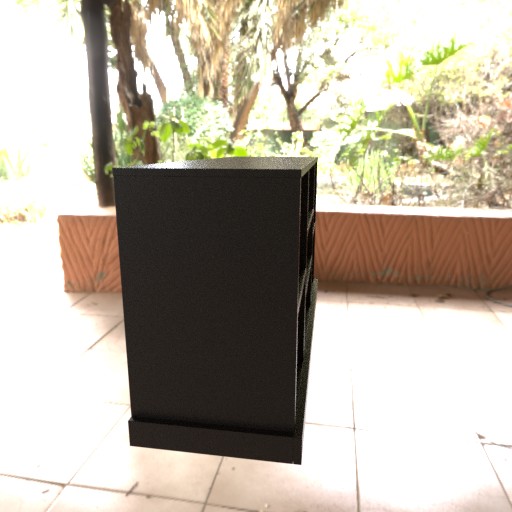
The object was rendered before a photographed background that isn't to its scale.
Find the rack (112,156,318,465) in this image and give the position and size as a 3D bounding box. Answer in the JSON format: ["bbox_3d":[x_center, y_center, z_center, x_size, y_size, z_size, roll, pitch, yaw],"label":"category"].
[{"bbox_3d":[0.000,0.000,1.503,0.399,0.635,1.206,2,14,9],"label":"rack"}]
